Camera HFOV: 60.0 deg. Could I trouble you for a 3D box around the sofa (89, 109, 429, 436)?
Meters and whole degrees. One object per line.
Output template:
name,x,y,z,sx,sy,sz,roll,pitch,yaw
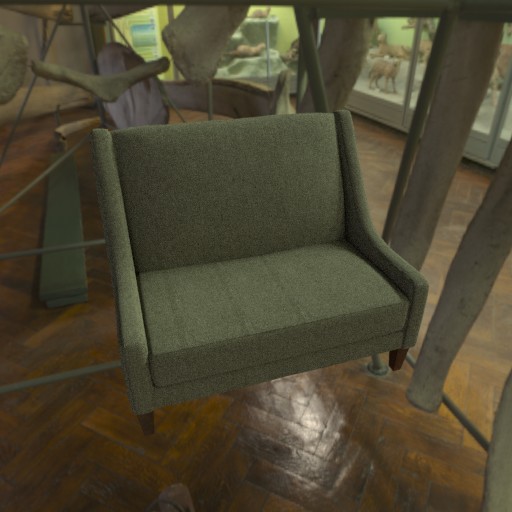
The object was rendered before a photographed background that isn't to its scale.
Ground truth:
sofa,0.000,0.000,1.953,1.242,1.021,0.870,-9,32,-15
